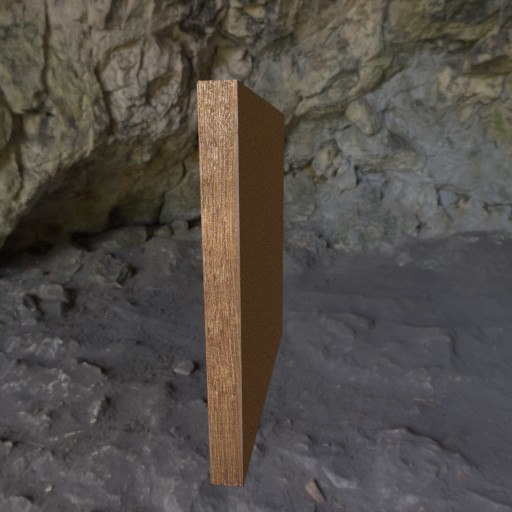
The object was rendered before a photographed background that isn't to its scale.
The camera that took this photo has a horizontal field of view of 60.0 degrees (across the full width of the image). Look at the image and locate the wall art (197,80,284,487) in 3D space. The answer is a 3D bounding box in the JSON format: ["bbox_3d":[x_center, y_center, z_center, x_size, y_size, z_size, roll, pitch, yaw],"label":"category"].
[{"bbox_3d":[0.000,0.000,0.615,0.039,0.403,0.406,2,14,9],"label":"wall art"}]
